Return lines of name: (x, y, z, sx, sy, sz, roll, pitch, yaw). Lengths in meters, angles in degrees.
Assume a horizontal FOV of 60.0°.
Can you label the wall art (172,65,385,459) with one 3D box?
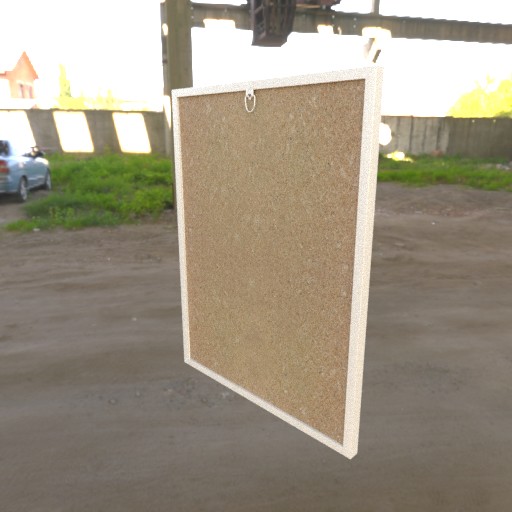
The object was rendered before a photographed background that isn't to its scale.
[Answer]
wall art: (0.000, 0.000, 1.426, 0.042, 1.056, 0.805, -15, 21, -43)
